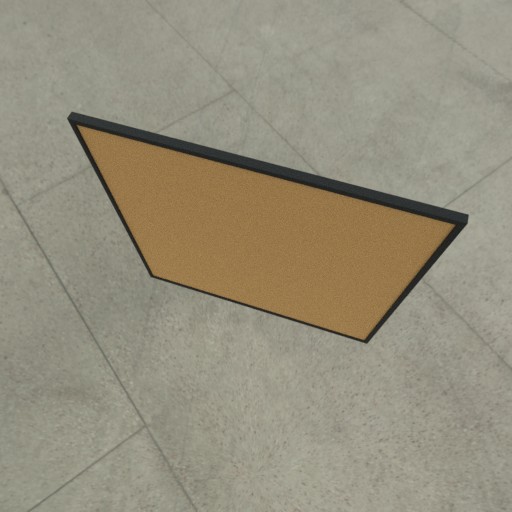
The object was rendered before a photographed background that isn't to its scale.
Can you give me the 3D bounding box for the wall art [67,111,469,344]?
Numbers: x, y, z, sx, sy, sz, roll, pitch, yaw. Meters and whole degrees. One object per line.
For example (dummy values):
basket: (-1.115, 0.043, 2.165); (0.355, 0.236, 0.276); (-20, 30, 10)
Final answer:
wall art: (0.000, 0.000, 0.691); (0.458, 0.457, 0.013); (16, 65, 8)
